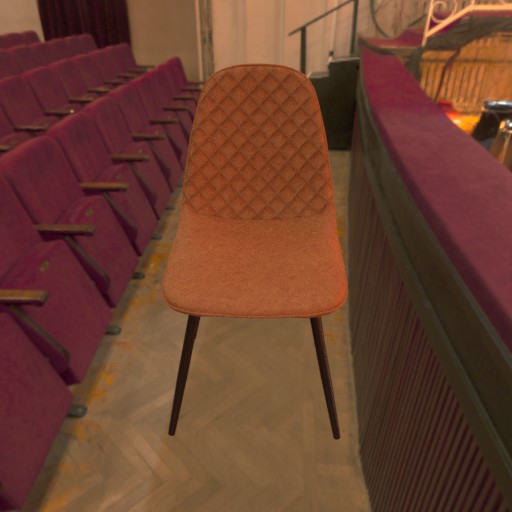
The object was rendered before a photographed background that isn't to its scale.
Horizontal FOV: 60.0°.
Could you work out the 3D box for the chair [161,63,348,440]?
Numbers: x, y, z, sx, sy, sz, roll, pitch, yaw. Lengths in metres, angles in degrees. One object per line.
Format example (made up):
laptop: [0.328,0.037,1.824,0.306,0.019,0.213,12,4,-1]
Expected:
chair: [0.000,0.000,1.184,0.472,0.889,0.561,1,30,1]
